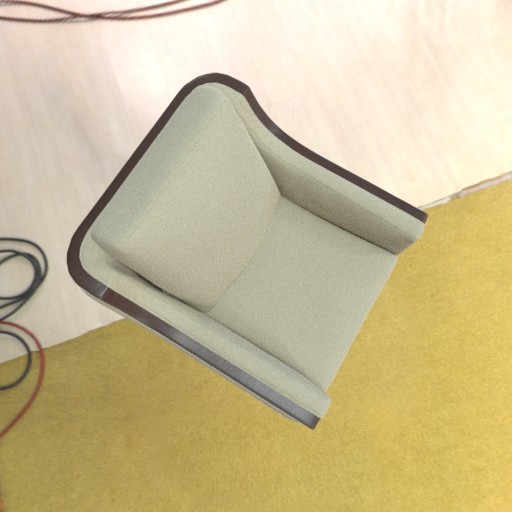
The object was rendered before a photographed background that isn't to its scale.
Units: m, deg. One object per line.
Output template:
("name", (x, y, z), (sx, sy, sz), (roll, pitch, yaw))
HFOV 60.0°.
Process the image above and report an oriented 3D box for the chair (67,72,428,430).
("chair", (0.000, 0.000, 1.649), (0.950, 0.930, 0.870), (30, 78, 7))
